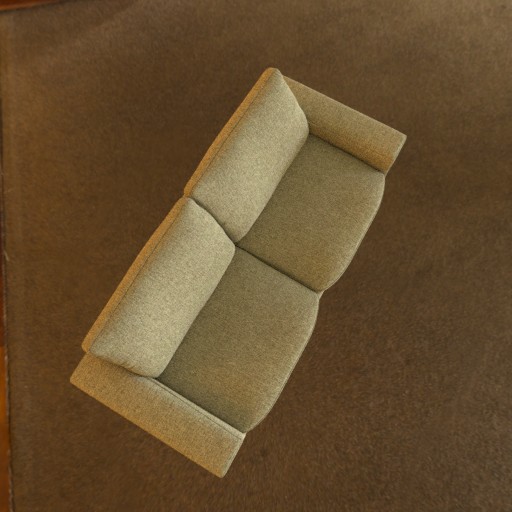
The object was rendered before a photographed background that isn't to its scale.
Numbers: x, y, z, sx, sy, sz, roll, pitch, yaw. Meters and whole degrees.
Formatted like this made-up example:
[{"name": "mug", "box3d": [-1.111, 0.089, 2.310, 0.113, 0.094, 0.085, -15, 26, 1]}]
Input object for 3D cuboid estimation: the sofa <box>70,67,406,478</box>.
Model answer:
[{"name": "sofa", "box3d": [0.000, 0.000, 2.709, 1.040, 0.922, 2.299, 29, 76, 8]}]
